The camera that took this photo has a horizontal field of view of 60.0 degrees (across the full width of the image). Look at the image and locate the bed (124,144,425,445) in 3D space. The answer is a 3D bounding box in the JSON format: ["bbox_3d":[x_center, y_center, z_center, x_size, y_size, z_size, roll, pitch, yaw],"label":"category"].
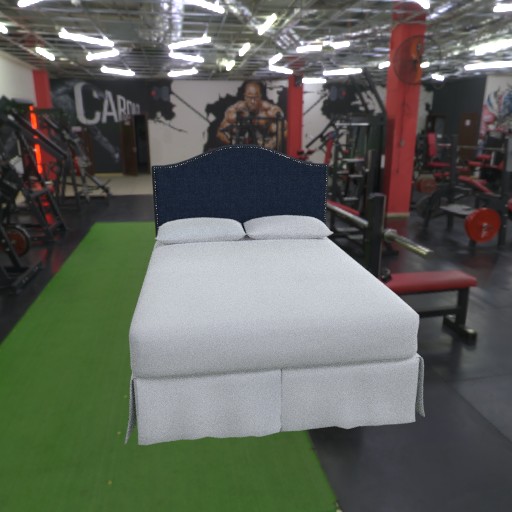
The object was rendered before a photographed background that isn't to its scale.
[{"bbox_3d":[0.000,0.000,3.280,1.725,1.518,2.153,-2,17,-8],"label":"bed"}]
